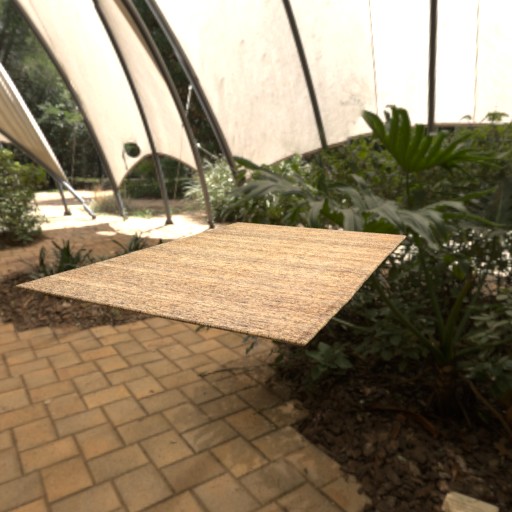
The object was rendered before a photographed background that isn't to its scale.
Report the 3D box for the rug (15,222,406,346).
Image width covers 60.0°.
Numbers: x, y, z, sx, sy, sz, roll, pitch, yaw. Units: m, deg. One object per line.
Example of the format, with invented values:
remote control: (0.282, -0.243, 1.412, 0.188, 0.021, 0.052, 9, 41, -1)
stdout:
rug: (0.000, 0.000, 2.301, 1.243, 0.014, 1.846, 7, 15, 26)
